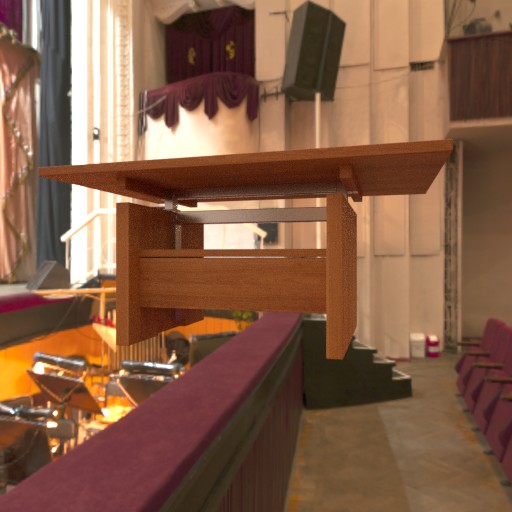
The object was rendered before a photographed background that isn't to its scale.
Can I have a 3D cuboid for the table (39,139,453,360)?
[{"bbox_3d":[0.000,0.000,1.455,1.100,0.510,0.700,0,0,16],"label":"table"}]
